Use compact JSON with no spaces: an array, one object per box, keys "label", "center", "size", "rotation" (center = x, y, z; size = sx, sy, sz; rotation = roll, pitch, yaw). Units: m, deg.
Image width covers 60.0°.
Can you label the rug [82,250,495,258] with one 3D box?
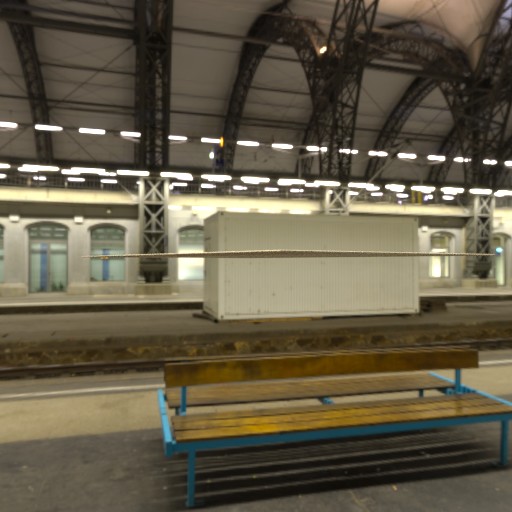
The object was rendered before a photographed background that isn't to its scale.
[{"label":"rug","center":[0.000,0.000,2.299],"size":[1.234,0.006,1.850],"rotation":[1,-1,-37]}]
